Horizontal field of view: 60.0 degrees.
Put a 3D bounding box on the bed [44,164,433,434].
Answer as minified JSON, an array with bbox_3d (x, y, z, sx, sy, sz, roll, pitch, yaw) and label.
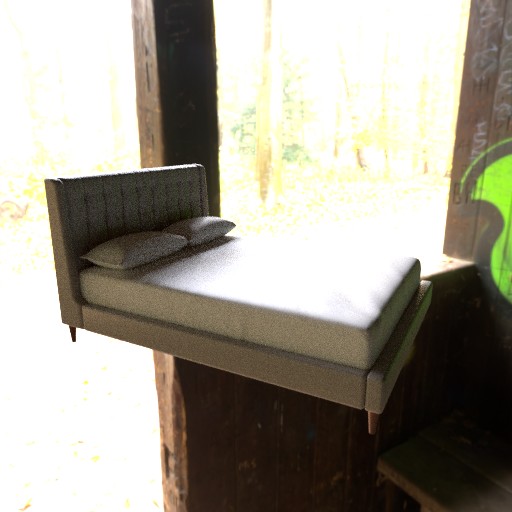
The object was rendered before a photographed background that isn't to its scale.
[{"bbox_3d":[0.000,0.000,3.178,2.232,1.147,1.656,8,17,27],"label":"bed"}]
